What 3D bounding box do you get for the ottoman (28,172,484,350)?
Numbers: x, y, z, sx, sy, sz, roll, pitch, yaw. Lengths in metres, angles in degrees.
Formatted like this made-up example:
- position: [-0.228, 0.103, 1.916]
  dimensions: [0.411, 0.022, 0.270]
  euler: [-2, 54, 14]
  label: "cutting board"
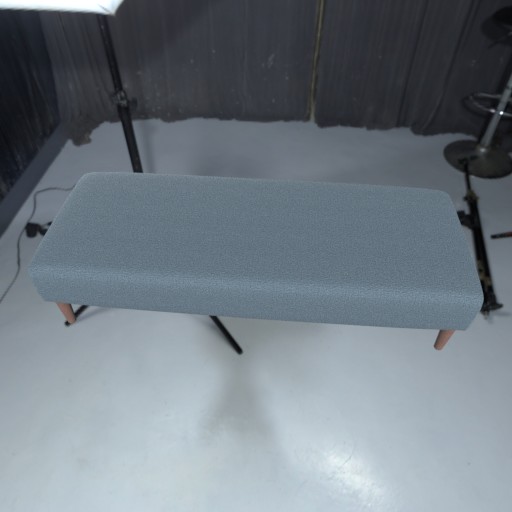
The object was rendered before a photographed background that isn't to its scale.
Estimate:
- position: [0.000, 0.000, 1.860]
  dimensions: [1.609, 0.393, 0.646]
  euler: [4, 46, 3]
  label: "ottoman"
